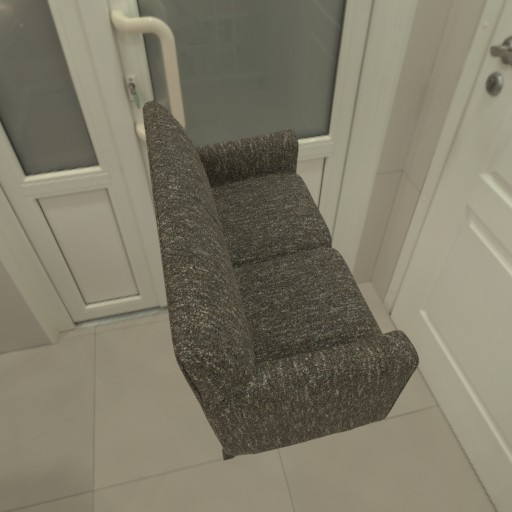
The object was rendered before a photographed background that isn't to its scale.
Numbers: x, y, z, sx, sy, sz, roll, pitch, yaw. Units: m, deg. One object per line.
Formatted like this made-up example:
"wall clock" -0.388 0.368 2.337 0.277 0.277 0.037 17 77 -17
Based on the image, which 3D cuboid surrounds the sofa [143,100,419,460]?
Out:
"sofa" 0.000 0.000 2.052 0.801 0.946 1.519 -10 48 -9
